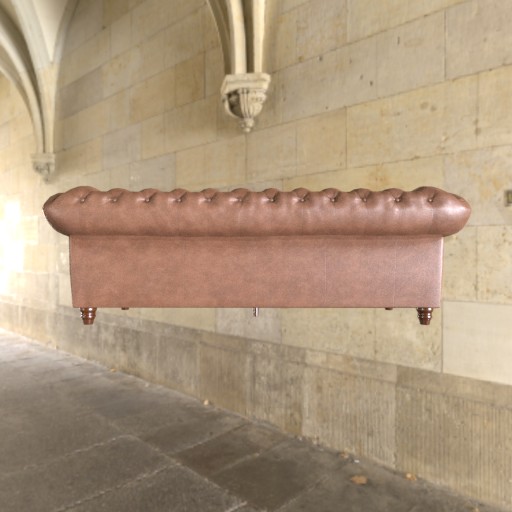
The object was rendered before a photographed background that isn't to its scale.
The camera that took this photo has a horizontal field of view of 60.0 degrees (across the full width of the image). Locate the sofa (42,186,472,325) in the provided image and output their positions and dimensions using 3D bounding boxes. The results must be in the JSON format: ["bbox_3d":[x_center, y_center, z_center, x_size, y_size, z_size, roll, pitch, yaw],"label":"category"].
[{"bbox_3d":[0.000,0.000,2.811,2.385,0.783,0.944,0,0,0],"label":"sofa"}]
